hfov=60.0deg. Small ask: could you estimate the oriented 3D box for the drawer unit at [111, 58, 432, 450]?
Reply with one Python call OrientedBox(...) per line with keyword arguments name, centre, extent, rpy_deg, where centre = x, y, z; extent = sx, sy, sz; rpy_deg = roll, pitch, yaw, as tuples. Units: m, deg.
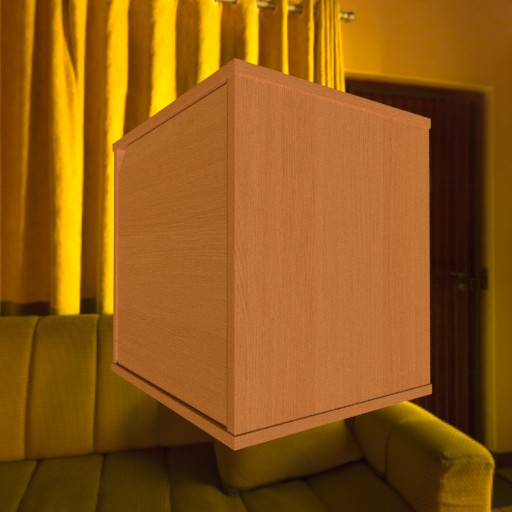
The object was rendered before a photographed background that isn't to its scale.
OrientedBox(name="drawer unit", centre=(0.000, 0.000, 0.613), extent=(0.290, 0.344, 0.349), rpy_deg=(1, -1, -35))
